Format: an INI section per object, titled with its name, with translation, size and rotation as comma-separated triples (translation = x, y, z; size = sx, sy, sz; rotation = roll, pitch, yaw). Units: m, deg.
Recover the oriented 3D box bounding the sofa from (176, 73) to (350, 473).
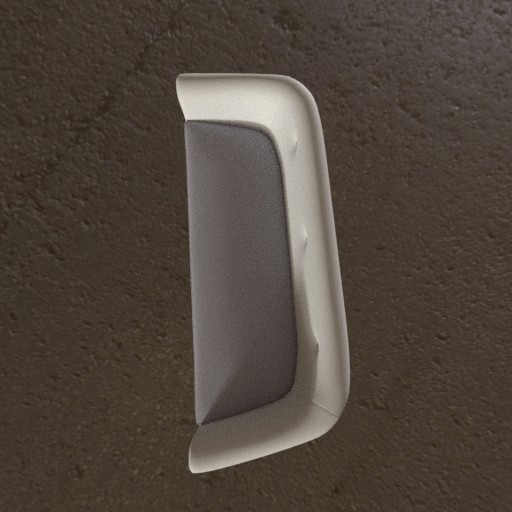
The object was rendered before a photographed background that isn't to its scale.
[sofa]
translation = 0.000, 0.000, 2.544
size = 0.827, 0.795, 2.160
rotation = -4, 76, -1
